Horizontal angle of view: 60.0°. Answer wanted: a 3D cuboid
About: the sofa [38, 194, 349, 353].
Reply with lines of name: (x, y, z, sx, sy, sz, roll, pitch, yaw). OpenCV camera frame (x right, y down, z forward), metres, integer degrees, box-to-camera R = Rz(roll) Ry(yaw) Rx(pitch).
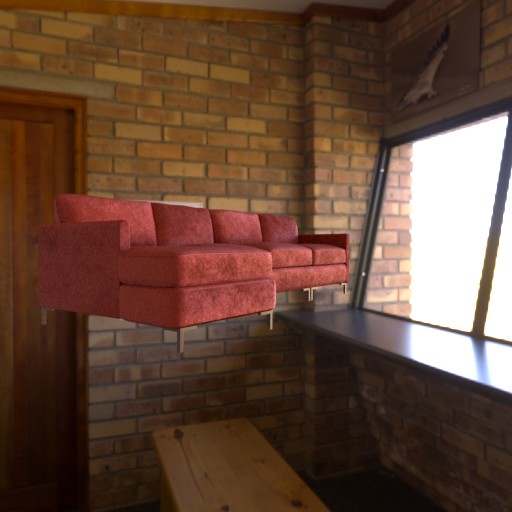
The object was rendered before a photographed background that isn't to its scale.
sofa: (0.000, 0.000, 4.112, 1.500, 0.967, 3.400, 1, 1, 37)
